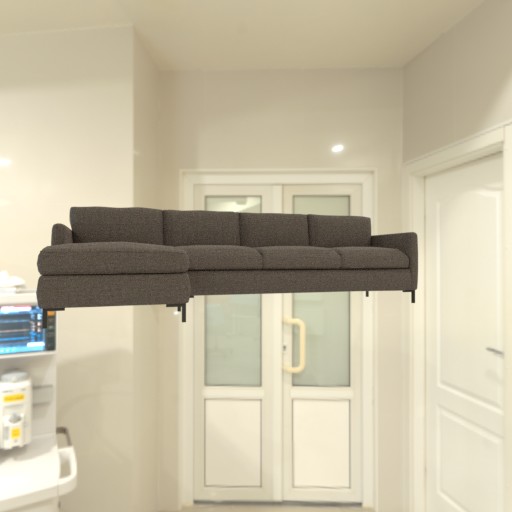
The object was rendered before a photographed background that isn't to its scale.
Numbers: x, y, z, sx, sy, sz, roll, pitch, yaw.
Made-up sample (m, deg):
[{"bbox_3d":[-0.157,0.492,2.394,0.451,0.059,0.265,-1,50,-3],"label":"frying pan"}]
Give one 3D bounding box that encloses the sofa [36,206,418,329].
[{"bbox_3d":[0.000,0.000,3.210,2.731,0.754,1.258,0,-1,-19],"label":"sofa"}]
